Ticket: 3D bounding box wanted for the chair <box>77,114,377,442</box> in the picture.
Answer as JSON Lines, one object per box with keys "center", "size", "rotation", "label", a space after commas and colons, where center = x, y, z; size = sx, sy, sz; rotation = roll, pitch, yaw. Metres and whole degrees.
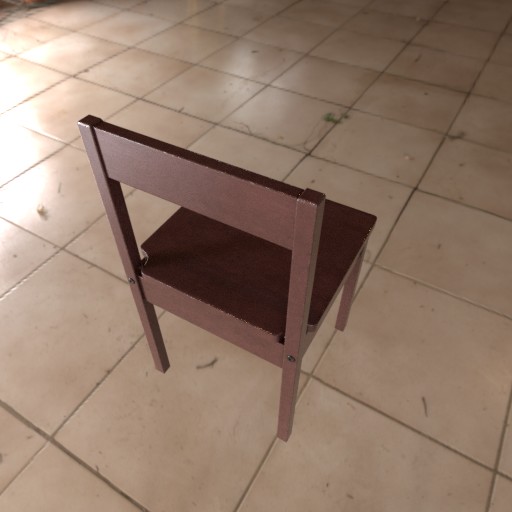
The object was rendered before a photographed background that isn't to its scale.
{"center": [0.000, 0.000, 0.886], "size": [0.367, 0.668, 0.361], "rotation": [22, 50, 20], "label": "chair"}
